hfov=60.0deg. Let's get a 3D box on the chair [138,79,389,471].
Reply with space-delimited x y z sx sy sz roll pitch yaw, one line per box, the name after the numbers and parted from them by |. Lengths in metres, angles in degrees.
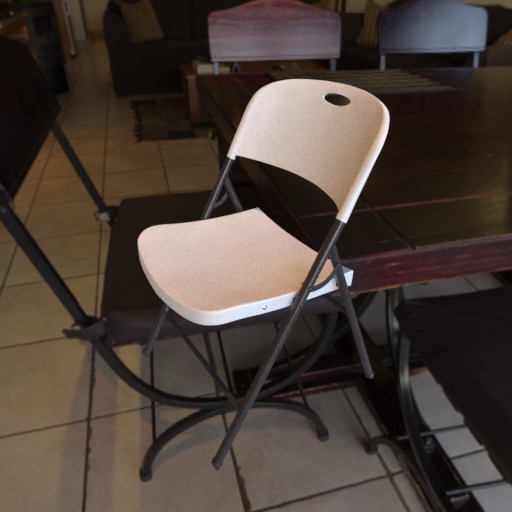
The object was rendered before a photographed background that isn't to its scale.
0.000 0.000 1.183 0.566 0.810 0.494 -20 37 -28 | chair
